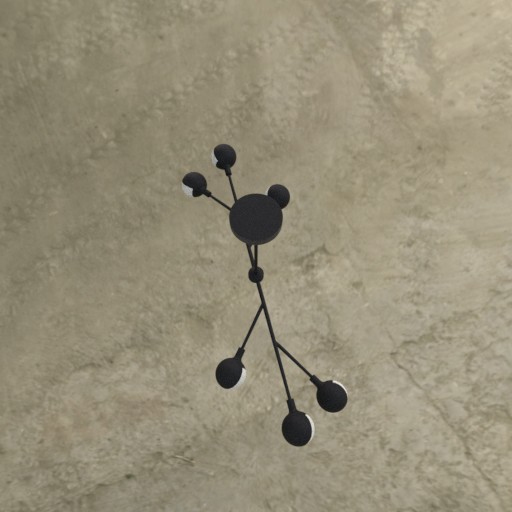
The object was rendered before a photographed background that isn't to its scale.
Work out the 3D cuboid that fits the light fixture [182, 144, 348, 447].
[{"bbox_3d":[0.000,0.000,0.996,0.434,0.362,0.778,1,66,1],"label":"light fixture"}]
